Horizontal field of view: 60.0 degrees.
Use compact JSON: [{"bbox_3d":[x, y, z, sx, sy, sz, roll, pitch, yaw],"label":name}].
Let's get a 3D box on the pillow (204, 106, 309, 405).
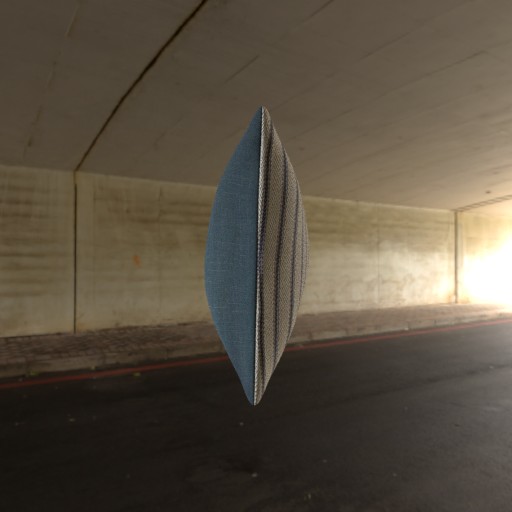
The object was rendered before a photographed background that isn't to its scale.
[{"bbox_3d":[0.000,0.000,0.736,0.151,0.305,0.609,0,-1,-1],"label":"pillow"}]
